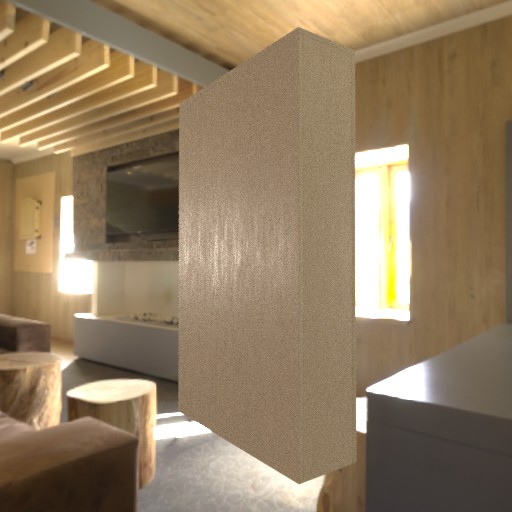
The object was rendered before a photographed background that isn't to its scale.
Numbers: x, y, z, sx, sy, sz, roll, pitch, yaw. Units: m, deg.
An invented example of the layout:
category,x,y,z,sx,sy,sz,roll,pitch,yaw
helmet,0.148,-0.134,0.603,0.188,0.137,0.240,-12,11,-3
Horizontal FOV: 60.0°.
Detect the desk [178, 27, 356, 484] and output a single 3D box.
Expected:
category,x,y,z,sx,sy,sz,roll,pitch,yaw
desk,0.000,0.000,1.615,0.250,1.280,0.750,1,-1,-36
